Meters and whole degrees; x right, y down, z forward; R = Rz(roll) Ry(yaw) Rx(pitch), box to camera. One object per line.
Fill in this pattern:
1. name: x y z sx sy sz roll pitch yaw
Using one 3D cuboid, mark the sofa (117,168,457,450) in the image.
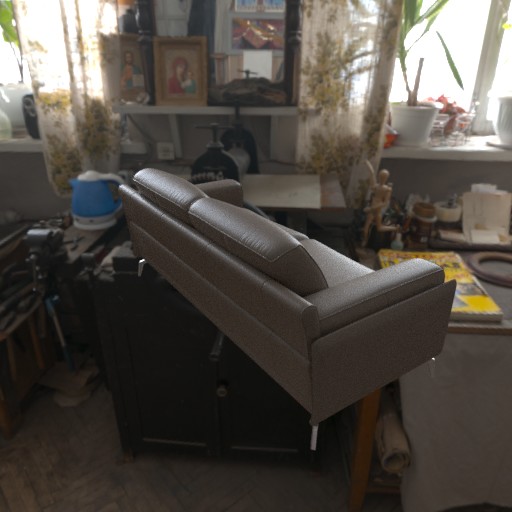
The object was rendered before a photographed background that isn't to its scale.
1. sofa: 0.000 0.000 2.720 1.049 0.930 2.101 -17 30 -31
